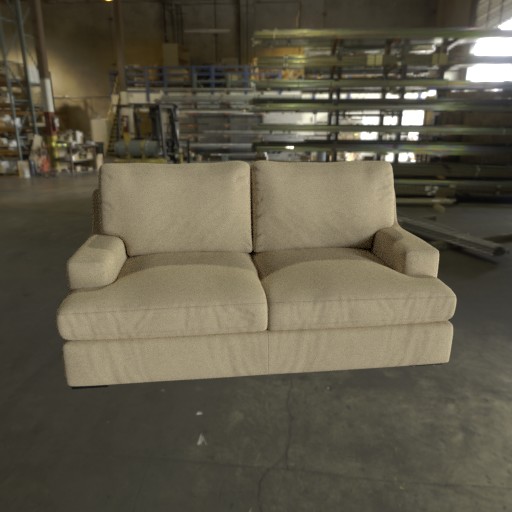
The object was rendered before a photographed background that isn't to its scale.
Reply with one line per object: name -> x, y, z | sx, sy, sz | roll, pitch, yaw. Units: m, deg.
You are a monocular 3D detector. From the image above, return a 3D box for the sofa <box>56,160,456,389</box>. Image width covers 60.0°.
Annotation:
sofa -> 0.000, 0.000, 2.411 | 1.885, 0.967, 0.962 | -2, 17, -6
